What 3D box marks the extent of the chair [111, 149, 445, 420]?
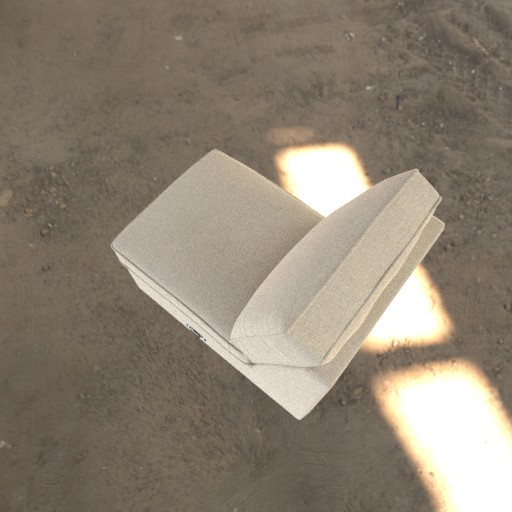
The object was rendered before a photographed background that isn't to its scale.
[{"bbox_3d":[0.000,0.000,1.600,0.938,0.970,0.621,36,69,16],"label":"chair"}]
